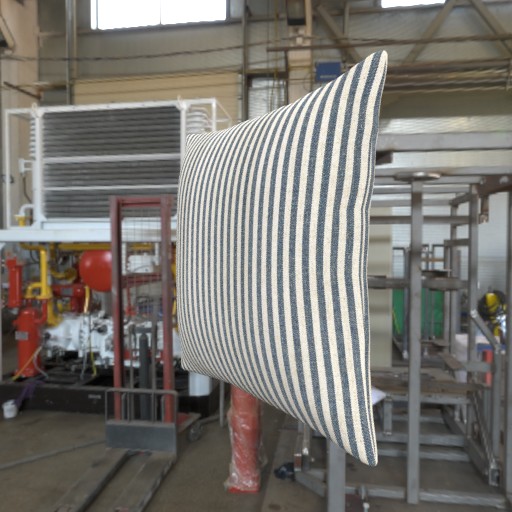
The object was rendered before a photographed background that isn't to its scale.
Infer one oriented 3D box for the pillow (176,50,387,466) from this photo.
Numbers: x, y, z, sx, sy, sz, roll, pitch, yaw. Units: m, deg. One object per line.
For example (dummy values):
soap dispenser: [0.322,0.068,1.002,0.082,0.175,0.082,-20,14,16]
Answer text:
pillow: [0.000,0.000,0.751,0.166,0.510,0.523,-1,2,-36]
